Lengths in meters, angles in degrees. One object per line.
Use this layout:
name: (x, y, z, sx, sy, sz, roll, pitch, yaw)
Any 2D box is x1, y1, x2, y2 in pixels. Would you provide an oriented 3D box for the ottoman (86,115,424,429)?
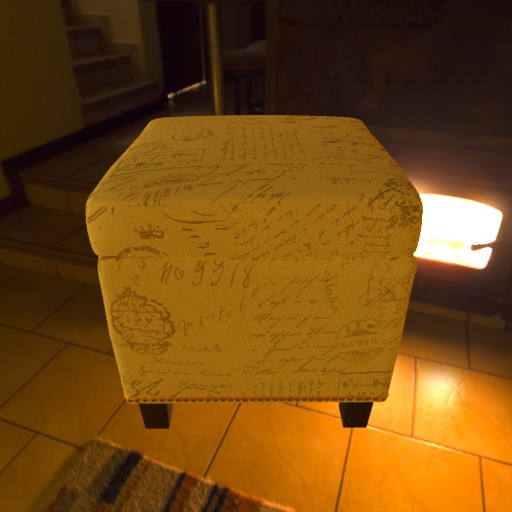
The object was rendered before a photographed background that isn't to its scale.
ottoman: (0.000, 0.000, 0.846, 0.449, 0.457, 0.450, 0, 31, 0)
